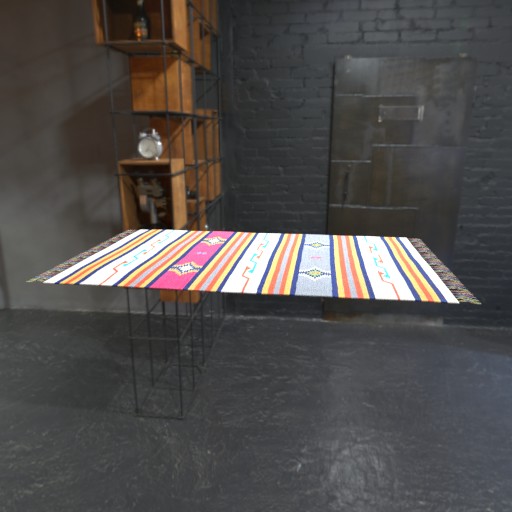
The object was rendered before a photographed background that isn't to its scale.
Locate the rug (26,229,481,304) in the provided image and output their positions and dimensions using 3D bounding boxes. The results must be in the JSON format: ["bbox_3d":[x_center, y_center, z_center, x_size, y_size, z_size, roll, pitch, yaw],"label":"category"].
[{"bbox_3d":[0.000,0.000,2.286,1.849,0.013,1.084,2,16,8],"label":"rug"}]
